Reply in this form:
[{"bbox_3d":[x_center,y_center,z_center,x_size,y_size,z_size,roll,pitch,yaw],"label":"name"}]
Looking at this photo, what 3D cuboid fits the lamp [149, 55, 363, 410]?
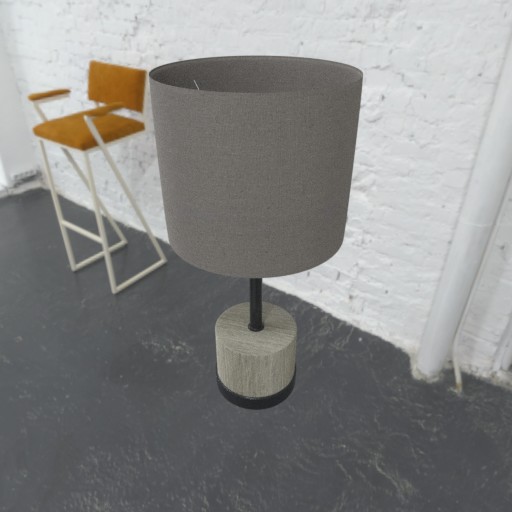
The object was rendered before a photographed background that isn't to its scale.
[{"bbox_3d":[0.000,0.000,0.601,0.229,0.470,0.229,8,33,13],"label":"lamp"}]
